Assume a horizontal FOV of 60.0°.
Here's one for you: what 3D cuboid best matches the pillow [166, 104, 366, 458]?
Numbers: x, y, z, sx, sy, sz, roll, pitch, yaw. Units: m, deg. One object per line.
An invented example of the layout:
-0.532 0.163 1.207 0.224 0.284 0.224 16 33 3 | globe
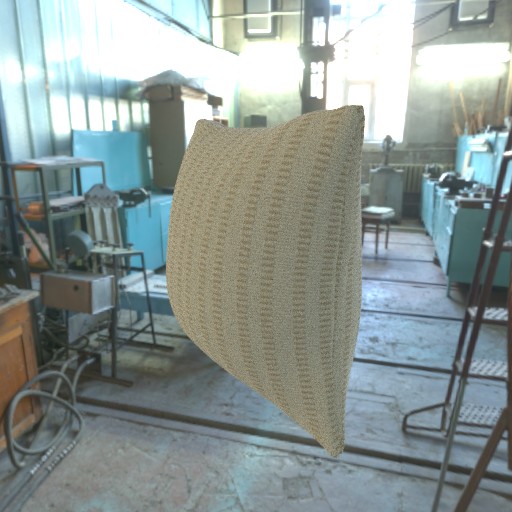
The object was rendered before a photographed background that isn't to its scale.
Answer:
0.000 0.000 0.679 0.247 0.419 0.438 -8 17 -28 | pillow
